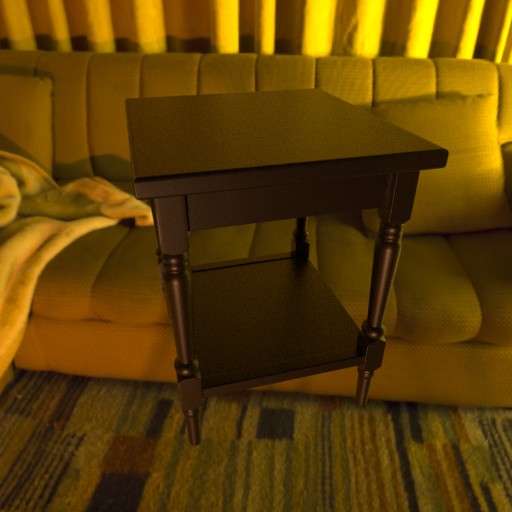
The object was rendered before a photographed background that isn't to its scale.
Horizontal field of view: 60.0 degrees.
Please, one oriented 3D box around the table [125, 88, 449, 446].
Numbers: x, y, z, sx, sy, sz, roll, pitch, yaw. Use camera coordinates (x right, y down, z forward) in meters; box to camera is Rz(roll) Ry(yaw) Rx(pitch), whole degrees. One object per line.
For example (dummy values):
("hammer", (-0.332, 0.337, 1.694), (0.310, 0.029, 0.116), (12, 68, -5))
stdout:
("table", (0.000, 0.000, 0.929), (0.442, 0.565, 0.488), (-8, 32, -13))
